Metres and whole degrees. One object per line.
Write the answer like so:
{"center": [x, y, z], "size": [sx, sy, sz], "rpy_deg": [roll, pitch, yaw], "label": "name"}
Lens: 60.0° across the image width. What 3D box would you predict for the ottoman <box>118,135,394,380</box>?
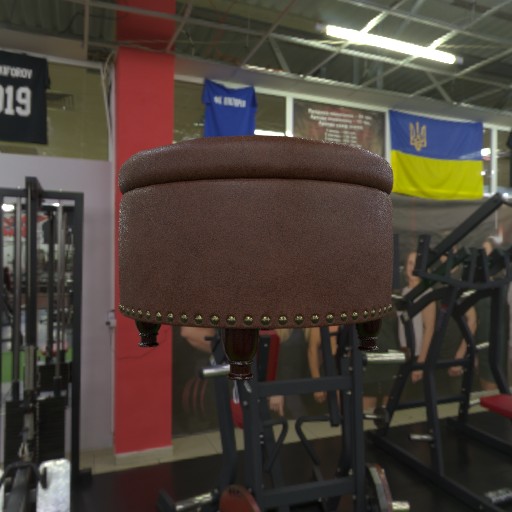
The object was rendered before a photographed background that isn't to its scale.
{"center": [0.000, 0.000, 1.074], "size": [0.637, 0.442, 0.637], "rpy_deg": [0, 0, 0], "label": "ottoman"}
